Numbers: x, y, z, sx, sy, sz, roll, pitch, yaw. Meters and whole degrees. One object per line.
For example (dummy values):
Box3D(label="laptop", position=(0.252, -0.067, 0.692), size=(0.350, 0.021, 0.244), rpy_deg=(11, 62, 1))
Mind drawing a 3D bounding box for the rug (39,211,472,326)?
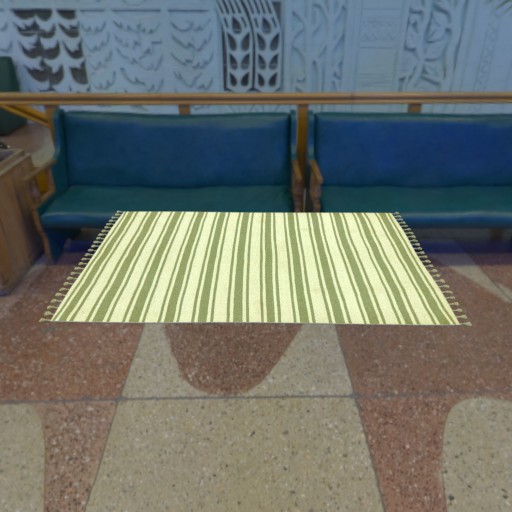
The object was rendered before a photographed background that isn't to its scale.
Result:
Box3D(label="rug", position=(0.000, 0.000, 3.129), size=(2.435, 0.018, 1.540), rpy_deg=(0, 29, 1))
